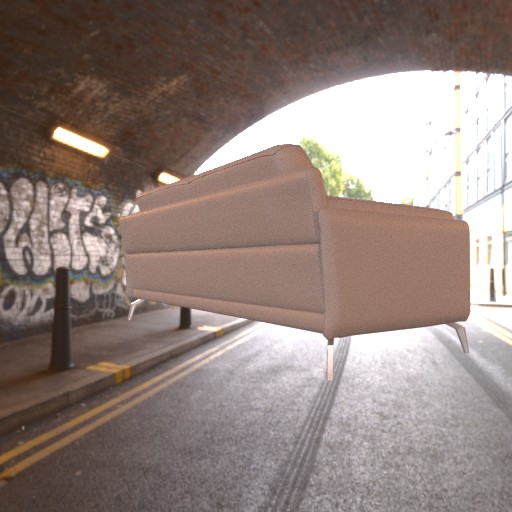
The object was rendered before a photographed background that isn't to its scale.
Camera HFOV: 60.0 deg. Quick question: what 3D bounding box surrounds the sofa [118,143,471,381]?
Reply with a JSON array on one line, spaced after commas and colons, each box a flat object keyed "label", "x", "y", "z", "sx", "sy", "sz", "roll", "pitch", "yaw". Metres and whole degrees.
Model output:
[{"label": "sofa", "x": 0.000, "y": 0.000, "z": 2.593, "sx": 1.049, "sy": 0.930, "sz": 2.101, "roll": 1, "pitch": -1, "yaw": -35}]
